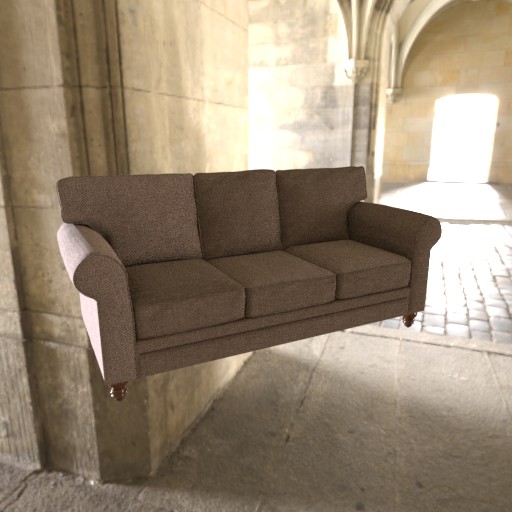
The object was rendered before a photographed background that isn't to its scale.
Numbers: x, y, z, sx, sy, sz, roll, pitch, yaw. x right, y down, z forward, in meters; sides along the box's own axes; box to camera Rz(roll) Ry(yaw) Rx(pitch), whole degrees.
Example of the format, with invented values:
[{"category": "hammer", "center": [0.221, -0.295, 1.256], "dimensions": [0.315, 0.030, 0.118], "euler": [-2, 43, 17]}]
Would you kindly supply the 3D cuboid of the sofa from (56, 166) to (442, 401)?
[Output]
[{"category": "sofa", "center": [0.000, 0.000, 2.598], "dimensions": [2.084, 0.961, 0.916], "euler": [-7, 17, -26]}]
